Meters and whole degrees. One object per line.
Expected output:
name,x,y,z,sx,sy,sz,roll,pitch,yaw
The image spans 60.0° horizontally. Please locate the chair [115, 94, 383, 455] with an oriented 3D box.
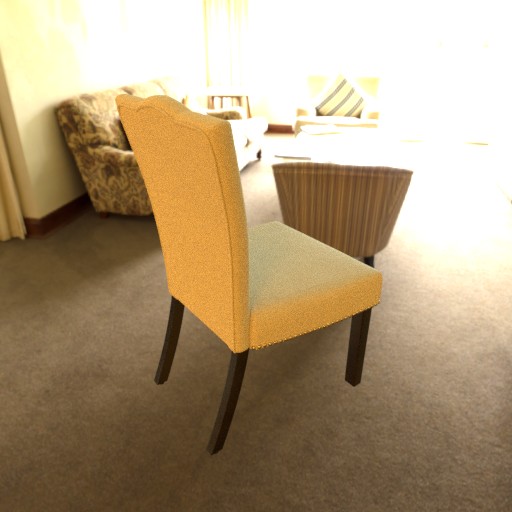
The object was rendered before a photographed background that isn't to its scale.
chair,0.000,0.000,1.322,0.589,0.946,0.518,-19,32,-32
